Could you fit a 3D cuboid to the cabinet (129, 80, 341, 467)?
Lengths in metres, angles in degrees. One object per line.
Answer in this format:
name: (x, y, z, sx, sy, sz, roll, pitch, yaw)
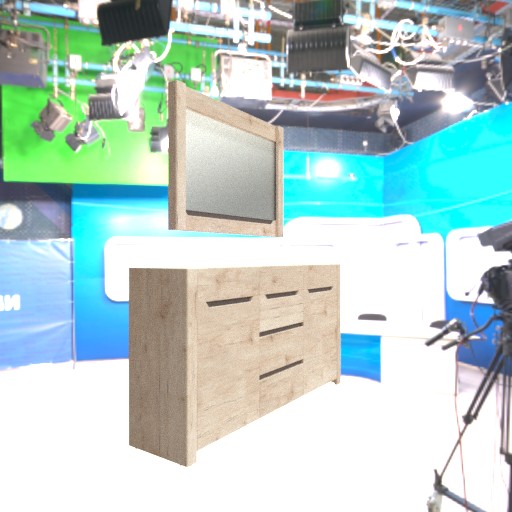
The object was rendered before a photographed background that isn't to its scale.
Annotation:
cabinet: (0.000, 0.000, 2.876, 0.420, 1.981, 1.700, 0, 0, 35)
